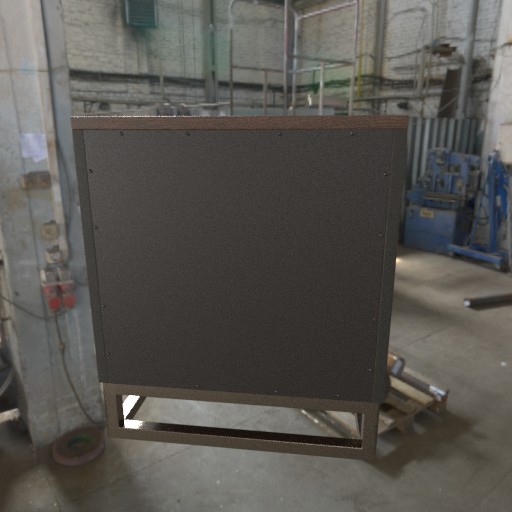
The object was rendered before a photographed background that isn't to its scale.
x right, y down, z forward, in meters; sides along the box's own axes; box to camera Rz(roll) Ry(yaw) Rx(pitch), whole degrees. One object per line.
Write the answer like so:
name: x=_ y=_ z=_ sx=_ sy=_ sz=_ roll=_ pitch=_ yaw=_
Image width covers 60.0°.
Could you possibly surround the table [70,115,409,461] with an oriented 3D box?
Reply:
table: x=0.000 y=0.000 z=0.999 sx=0.506 sy=0.582 sz=0.566 roll=2 pitch=16 yaw=7
